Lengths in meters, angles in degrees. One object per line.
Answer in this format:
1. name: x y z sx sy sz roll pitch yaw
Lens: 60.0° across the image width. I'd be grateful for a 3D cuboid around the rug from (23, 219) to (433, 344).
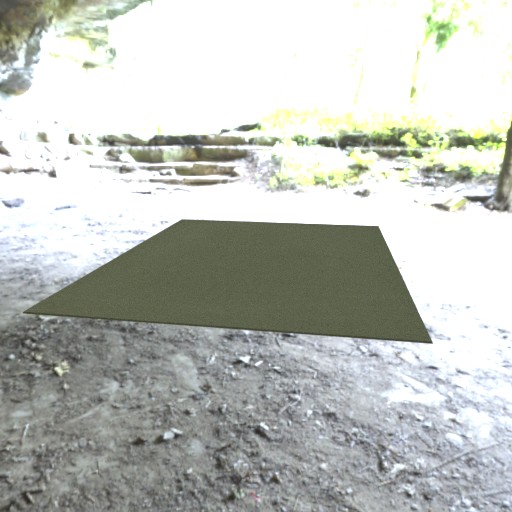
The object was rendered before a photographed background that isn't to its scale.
1. rug: 0.000 0.000 3.403 2.073 0.011 2.584 3 16 9
